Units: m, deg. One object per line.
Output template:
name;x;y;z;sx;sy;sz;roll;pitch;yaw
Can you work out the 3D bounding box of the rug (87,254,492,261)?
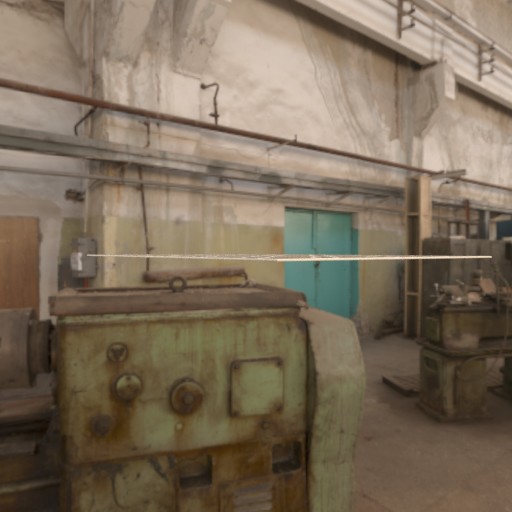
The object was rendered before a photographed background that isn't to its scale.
rug;0.000;0.000;2.888;1.522;0.008;2.284;0;1;-36
